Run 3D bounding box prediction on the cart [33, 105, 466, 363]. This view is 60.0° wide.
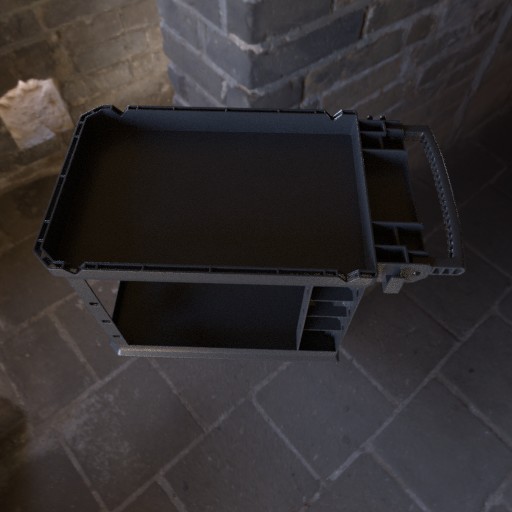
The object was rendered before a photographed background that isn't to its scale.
[{"bbox_3d":[0.000,0.000,1.753,1.239,0.884,0.674,2,58,1],"label":"cart"}]
